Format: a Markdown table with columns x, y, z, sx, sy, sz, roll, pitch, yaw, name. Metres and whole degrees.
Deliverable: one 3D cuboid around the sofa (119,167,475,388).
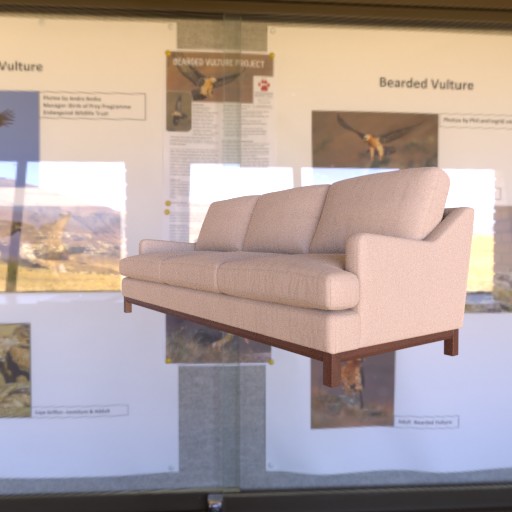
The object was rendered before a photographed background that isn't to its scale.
| x | y | z | sx | sy | sz | roll | pitch | yaw | name |
| --- | --- | --- | --- | --- | --- | --- | --- | --- | --- |
| 0.000 | 0.000 | 2.805 | 1.000 | 0.913 | 2.321 | -1 | 2 | -35 | sofa |
